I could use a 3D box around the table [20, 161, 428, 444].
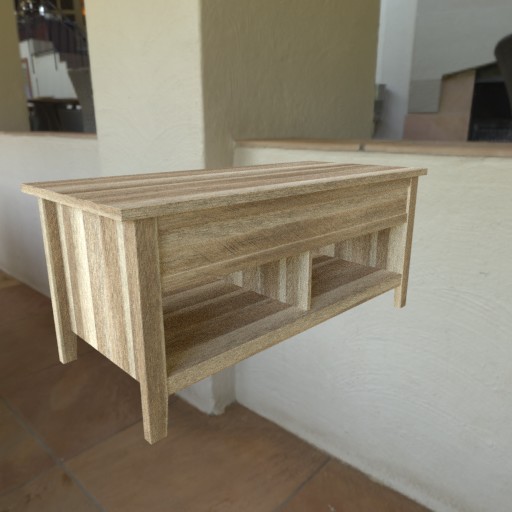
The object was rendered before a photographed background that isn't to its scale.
[{"bbox_3d":[0.000,0.000,1.324,1.095,0.480,0.493,-15,22,-42],"label":"table"}]
